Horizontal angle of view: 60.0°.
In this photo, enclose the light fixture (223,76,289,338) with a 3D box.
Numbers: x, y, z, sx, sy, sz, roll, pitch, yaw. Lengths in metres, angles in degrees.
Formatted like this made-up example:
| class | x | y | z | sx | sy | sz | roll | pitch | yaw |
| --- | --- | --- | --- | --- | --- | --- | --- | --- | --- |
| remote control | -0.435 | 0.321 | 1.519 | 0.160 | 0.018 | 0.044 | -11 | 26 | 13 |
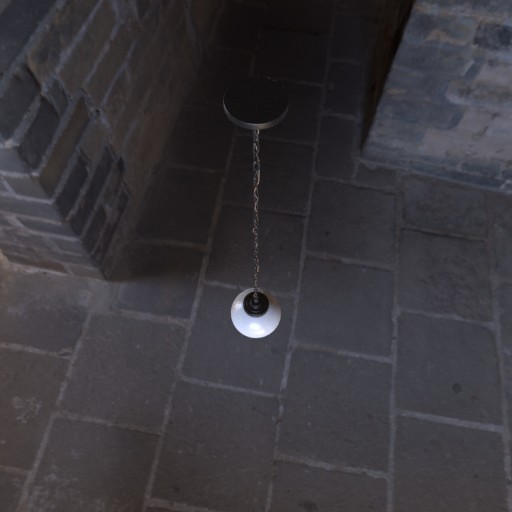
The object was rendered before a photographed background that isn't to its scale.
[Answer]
| class | x | y | z | sx | sy | sz | roll | pitch | yaw |
| --- | --- | --- | --- | --- | --- | --- | --- | --- | --- |
| light fixture | 0.000 | 0.000 | 2.001 | 0.304 | 1.867 | 0.305 | -34 | 69 | -15 |
